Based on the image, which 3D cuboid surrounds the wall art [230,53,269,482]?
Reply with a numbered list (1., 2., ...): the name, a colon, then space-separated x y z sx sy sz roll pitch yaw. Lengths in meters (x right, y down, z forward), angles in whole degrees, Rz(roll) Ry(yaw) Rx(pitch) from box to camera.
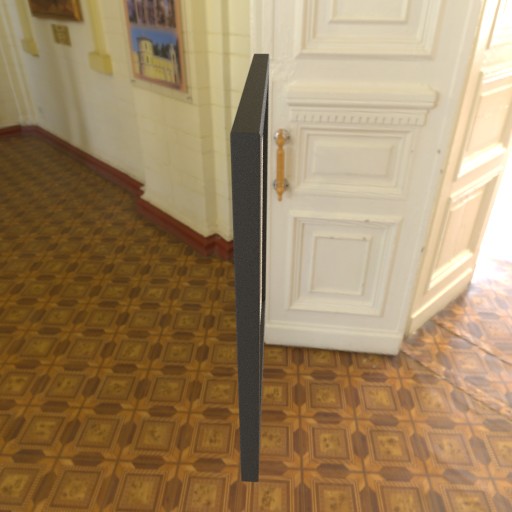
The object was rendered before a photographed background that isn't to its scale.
1. wall art: 0.000 0.000 0.743 0.028 0.558 0.457 1 33 2
